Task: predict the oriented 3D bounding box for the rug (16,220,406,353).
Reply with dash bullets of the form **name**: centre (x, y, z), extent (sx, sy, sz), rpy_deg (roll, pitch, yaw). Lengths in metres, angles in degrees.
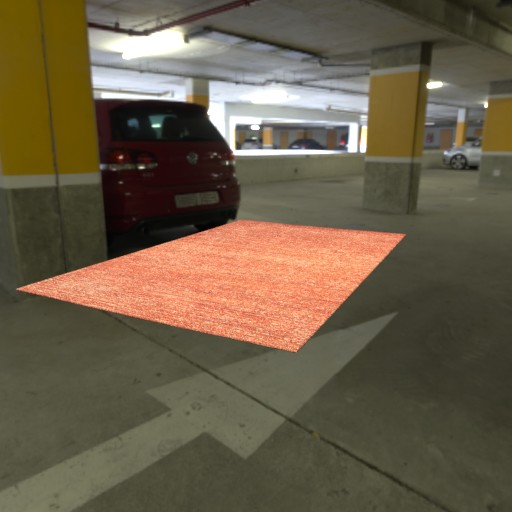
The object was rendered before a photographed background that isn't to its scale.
- **rug**: centre (0.000, 0.000, 2.169), extent (1.139, 0.011, 1.747), rpy_deg (7, 16, 26)
